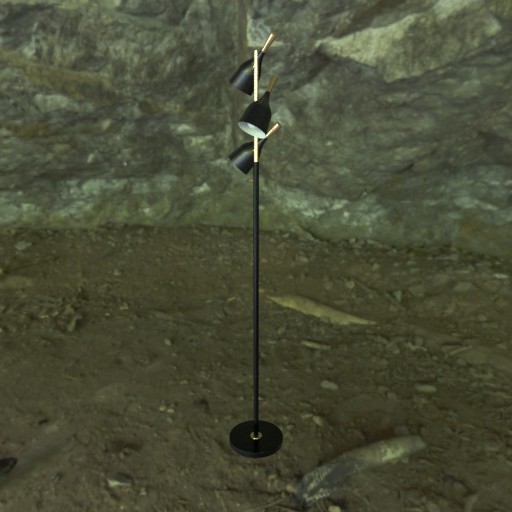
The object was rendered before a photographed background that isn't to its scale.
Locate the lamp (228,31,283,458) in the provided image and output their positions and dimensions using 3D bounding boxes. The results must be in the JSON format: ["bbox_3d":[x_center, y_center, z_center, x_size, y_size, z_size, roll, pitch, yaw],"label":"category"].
[{"bbox_3d":[0.000,0.000,1.894,0.253,1.778,0.434,-2,13,-8],"label":"lamp"}]
